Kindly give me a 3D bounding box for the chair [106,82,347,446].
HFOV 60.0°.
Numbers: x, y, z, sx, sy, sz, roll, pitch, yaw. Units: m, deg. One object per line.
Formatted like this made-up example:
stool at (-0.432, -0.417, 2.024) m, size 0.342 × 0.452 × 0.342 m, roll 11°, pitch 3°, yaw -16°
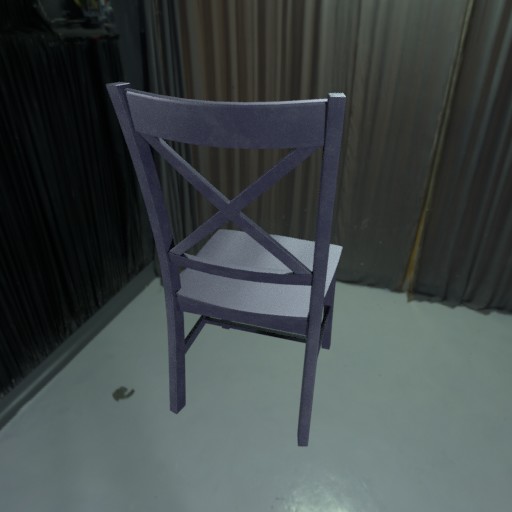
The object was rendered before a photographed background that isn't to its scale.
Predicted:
chair at (0.000, 0.000, 1.282) m, size 0.485 × 0.983 × 0.542 m, roll 9°, pitch 30°, yaw 15°
